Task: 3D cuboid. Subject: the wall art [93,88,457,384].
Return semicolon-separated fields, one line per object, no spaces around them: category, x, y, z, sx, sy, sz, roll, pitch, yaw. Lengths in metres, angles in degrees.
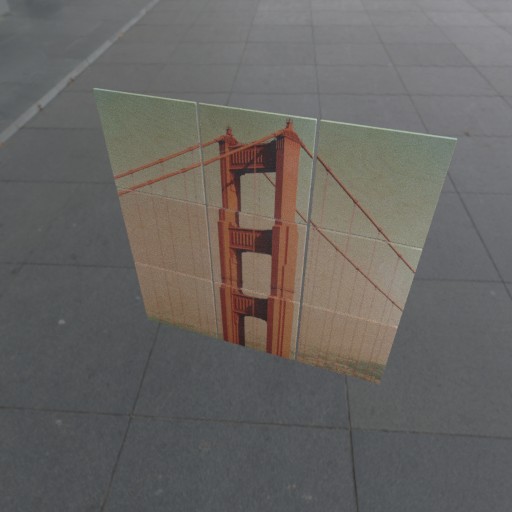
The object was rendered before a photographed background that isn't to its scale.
wall art;0.000;0.000;2.264;1.517;1.523;0.013;13;42;14
